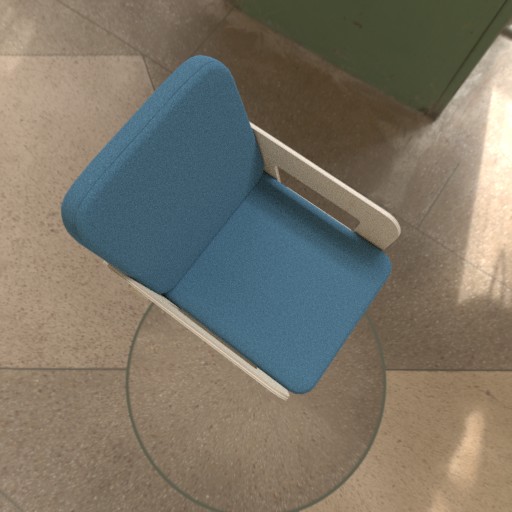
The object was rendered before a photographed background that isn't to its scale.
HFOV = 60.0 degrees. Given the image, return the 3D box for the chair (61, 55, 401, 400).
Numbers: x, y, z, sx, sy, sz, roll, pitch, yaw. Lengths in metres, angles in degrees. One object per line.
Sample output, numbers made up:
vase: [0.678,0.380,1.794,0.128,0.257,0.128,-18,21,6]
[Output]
chair: [0.000,0.000,1.205,0.657,0.747,0.547,35,78,9]
